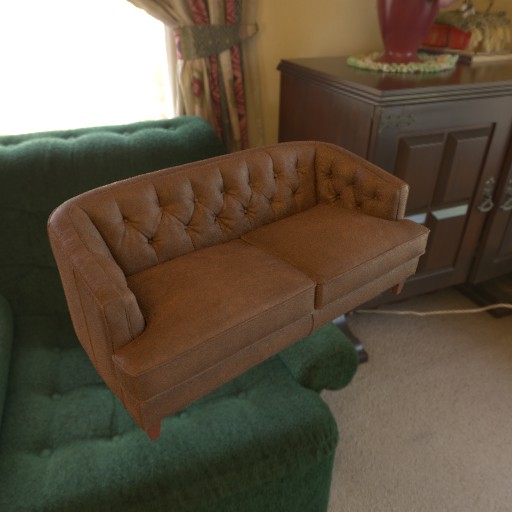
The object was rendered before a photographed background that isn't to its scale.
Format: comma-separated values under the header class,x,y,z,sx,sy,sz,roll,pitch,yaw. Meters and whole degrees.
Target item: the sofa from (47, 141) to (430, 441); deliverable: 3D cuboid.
class,x,y,z,sx,sy,sz,roll,pitch,yaw
sofa,0.000,0.000,2.248,1.767,0.799,0.917,-22,37,-33
